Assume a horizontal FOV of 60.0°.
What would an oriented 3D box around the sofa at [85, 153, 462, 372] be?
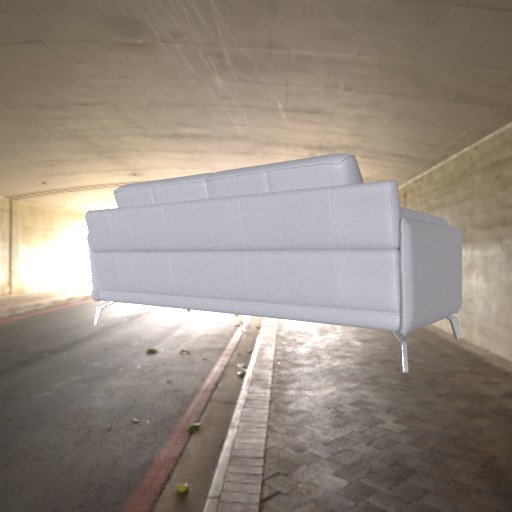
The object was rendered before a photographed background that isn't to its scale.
[{"bbox_3d":[0.000,0.000,2.629,2.101,0.930,1.049,0,0,36],"label":"sofa"}]
